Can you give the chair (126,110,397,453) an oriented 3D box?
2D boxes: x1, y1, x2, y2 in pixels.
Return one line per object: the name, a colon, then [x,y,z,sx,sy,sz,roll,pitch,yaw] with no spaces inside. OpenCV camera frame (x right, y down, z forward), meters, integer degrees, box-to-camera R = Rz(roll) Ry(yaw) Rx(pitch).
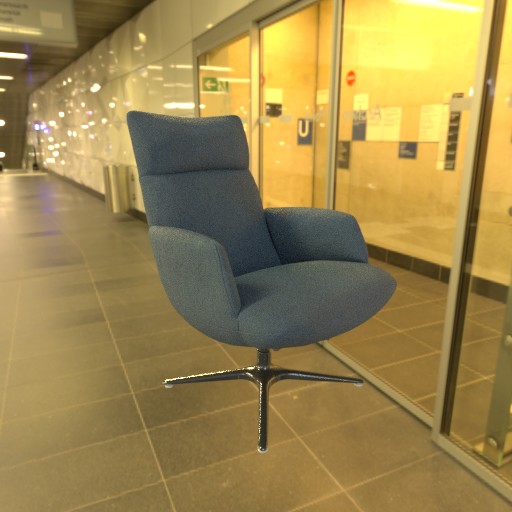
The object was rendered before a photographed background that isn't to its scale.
chair: [0.000,0.000,1.608,0.711,1.016,0.889,-14,21,-43]
